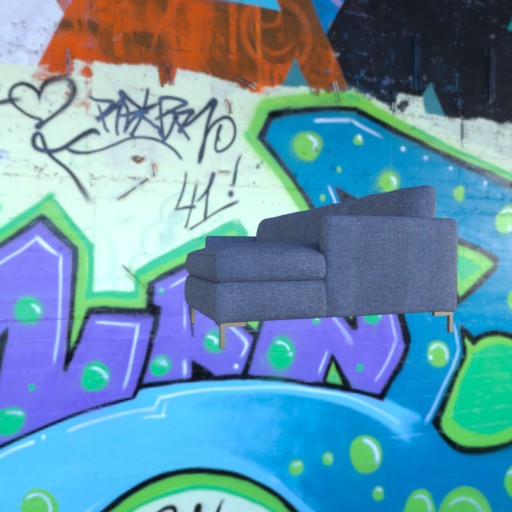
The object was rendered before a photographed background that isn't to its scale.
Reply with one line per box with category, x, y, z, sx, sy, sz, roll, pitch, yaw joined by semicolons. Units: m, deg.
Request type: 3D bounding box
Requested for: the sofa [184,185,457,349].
sofa;0.000;0.000;3.523;1.350;0.810;2.932;0;0;-18
